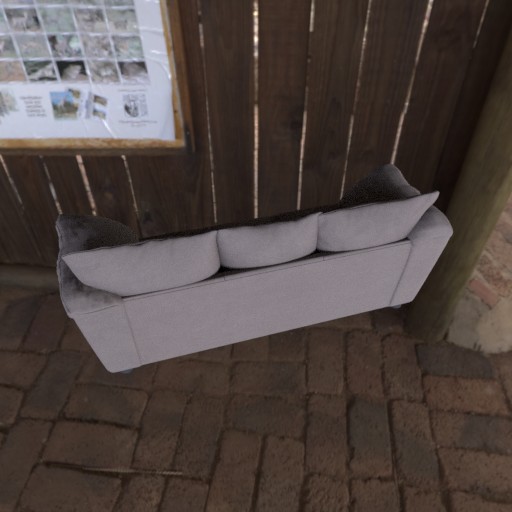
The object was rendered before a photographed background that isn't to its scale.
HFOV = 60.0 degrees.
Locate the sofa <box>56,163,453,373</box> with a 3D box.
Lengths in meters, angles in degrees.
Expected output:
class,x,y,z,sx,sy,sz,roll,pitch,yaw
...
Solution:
class,x,y,z,sx,sy,sz,roll,pitch,yaw
sofa,0.000,0.000,2.921,2.377,0.981,0.893,-11,42,-13
